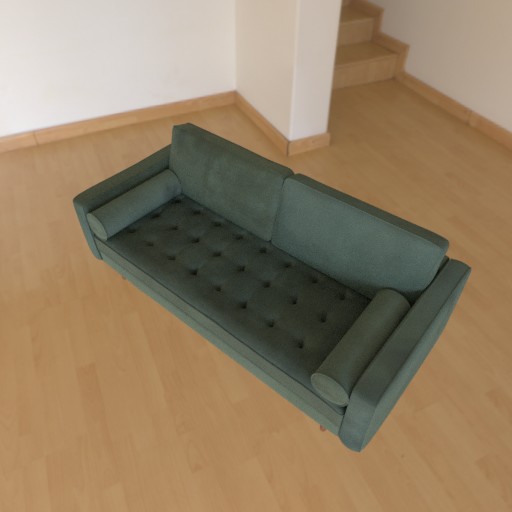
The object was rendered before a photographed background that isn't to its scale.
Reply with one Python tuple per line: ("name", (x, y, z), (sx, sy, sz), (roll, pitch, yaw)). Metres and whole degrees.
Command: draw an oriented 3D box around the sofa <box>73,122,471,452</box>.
("sofa", (0.000, 0.000, 2.333), (1.880, 0.772, 0.916), (30, 52, 27))
